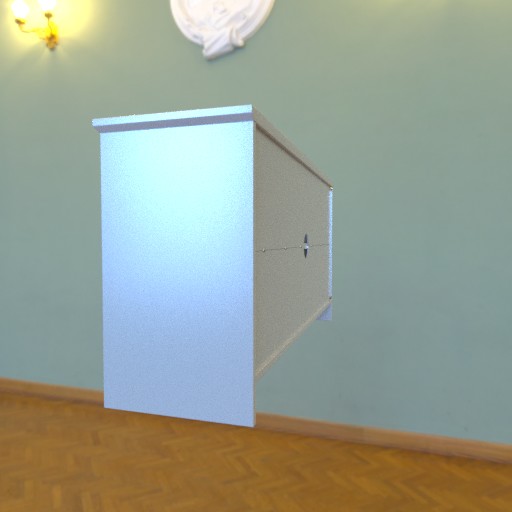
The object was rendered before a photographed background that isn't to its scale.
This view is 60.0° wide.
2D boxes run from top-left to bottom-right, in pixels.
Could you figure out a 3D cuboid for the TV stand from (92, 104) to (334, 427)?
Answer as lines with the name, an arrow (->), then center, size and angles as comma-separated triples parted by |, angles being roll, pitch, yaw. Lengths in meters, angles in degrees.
TV stand -> 0.000, 0.000, 1.426 | 0.344, 0.603, 1.167 | 1, 2, 17
